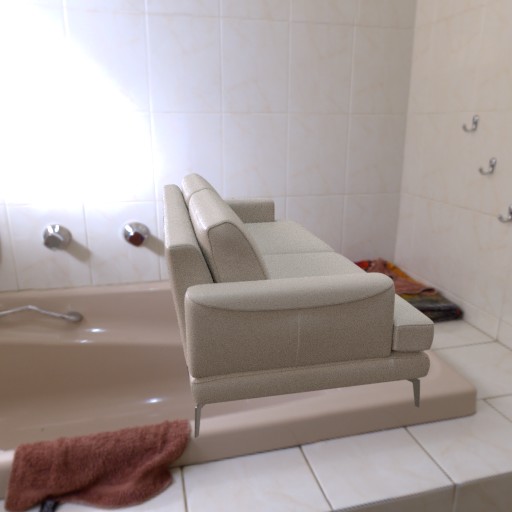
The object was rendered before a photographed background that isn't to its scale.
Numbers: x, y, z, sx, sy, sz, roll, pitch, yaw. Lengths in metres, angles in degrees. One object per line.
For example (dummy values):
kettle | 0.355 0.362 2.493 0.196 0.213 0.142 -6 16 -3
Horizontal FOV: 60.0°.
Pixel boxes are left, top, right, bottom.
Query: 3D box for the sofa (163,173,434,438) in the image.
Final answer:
sofa | 0.000 0.000 2.438 0.974 0.765 1.940 -3 17 -11
